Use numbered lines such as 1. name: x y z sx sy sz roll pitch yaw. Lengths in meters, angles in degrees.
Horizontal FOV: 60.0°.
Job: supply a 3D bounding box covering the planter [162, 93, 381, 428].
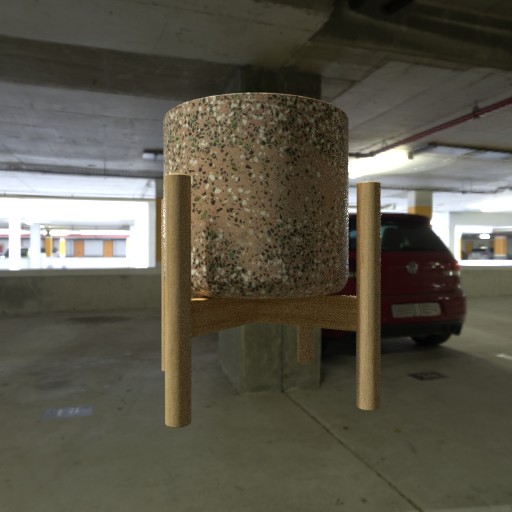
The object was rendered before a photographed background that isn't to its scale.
1. planter: 0.000 0.000 0.545 0.284 0.320 0.284 0 0 -35
